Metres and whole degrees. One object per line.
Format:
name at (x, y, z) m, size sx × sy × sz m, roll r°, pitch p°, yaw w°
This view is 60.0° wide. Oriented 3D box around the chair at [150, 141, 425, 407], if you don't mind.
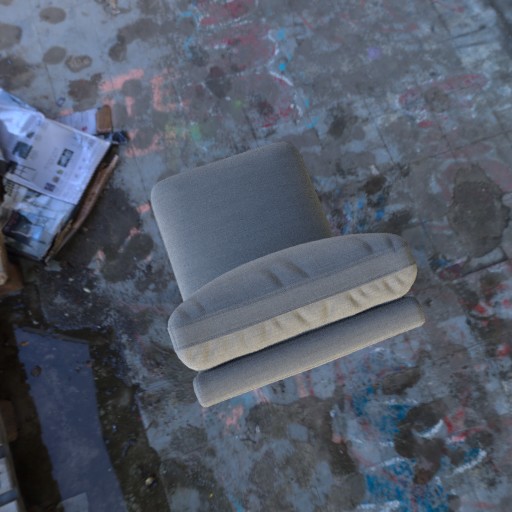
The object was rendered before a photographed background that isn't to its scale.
chair at (0.000, 0.000, 1.315) m, size 0.503 × 0.927 × 0.698 m, roll -19°, pitch 75°, yaw -5°
